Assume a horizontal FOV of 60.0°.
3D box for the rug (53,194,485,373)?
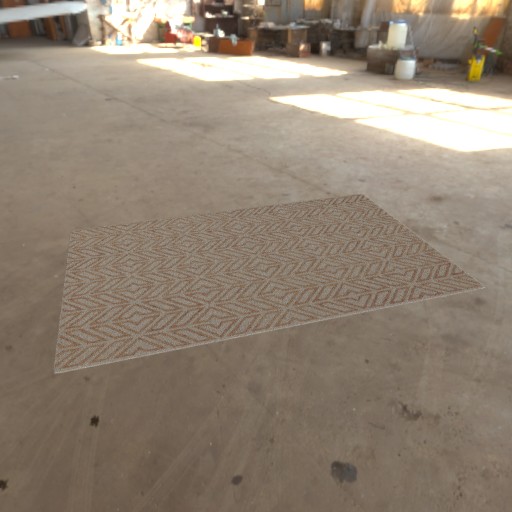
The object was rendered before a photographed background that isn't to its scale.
[{"bbox_3d":[0.000,0.000,2.993,2.438,0.008,1.523,-9,32,-14],"label":"rug"}]
